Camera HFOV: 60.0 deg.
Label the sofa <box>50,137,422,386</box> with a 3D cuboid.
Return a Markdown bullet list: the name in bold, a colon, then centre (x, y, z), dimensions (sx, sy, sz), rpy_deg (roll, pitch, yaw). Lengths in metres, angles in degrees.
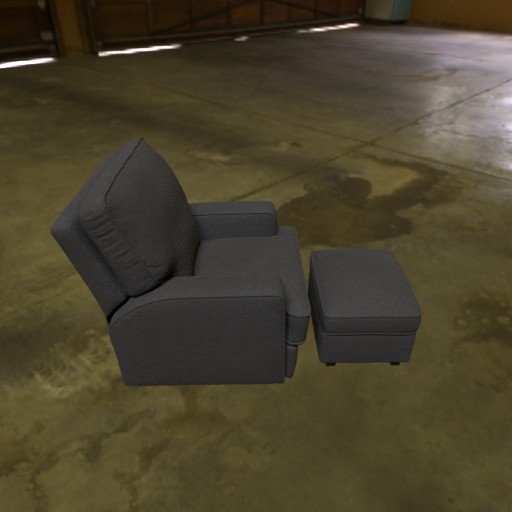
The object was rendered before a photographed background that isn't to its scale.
- **sofa**: centre (0.000, 0.000, 2.075), dimensions (1.472, 0.959, 0.861), rpy_deg (0, 33, -1)
